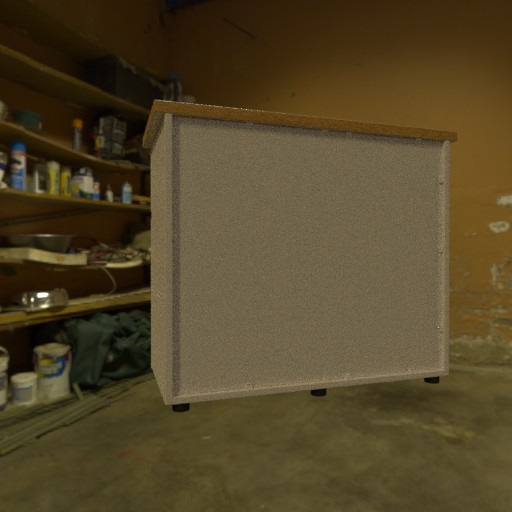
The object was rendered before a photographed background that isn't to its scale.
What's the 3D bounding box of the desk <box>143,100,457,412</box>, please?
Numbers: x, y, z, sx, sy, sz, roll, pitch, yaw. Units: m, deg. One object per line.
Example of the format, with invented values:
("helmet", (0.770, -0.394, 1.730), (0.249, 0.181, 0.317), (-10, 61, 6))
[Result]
("desk", (0.000, 0.000, 1.760), (0.900, 0.760, 1.170), (0, 0, -18))
